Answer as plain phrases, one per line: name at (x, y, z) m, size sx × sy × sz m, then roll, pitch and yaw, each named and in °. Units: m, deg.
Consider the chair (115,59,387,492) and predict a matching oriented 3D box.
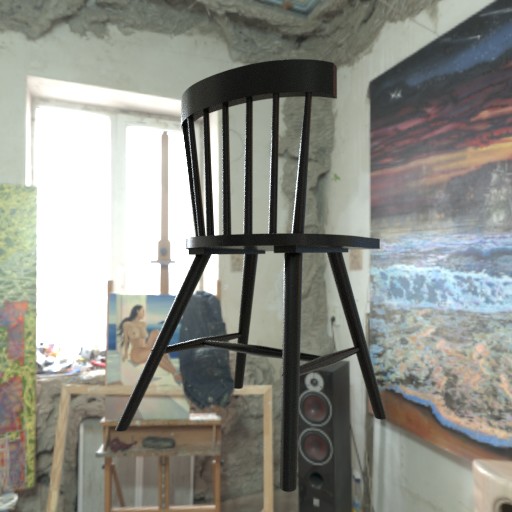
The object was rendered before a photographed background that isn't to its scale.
chair at (0.000, 0.000, 1.125) m, size 0.506 × 0.844 × 0.483 m, roll -1°, pitch -1°, yaw 36°
